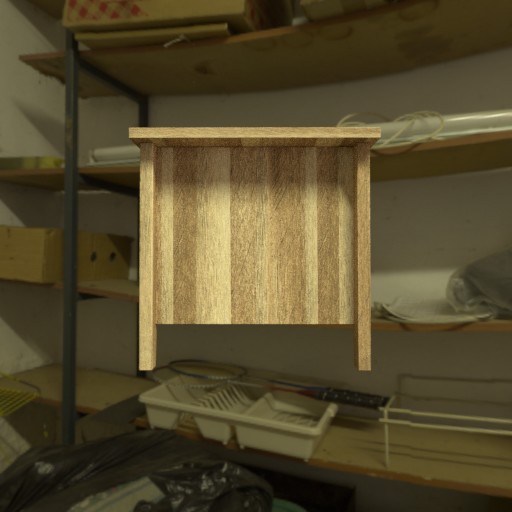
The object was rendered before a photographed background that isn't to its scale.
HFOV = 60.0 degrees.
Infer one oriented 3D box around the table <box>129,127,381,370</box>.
[{"bbox_3d":[0.000,0.000,1.408,0.493,0.480,1.095,0,-1,0],"label":"table"}]
